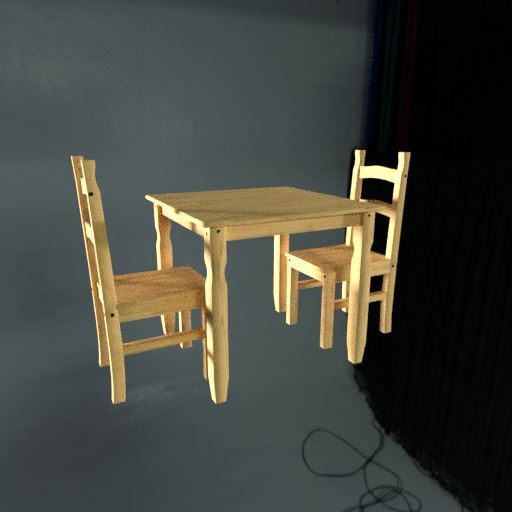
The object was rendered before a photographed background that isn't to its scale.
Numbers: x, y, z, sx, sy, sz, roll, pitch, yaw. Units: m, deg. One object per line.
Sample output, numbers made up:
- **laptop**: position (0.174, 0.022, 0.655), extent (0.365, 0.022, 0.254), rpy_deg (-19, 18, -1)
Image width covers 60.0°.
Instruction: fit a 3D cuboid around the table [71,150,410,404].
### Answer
- **table**: position (0.000, 0.000, 2.098), extent (1.501, 0.942, 0.813), rpy_deg (-8, 17, -26)
